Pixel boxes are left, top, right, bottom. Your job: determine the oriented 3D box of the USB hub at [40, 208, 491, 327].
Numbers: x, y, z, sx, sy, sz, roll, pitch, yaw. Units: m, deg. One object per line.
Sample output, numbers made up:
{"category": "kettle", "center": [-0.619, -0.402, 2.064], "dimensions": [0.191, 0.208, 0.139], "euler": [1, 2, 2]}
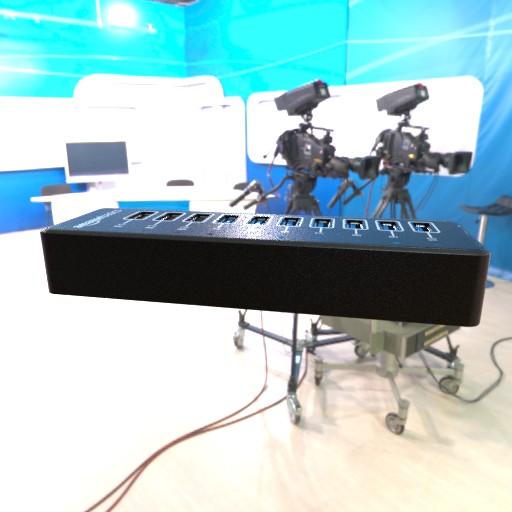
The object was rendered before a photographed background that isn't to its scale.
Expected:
{"category": "USB hub", "center": [0.000, 0.000, 0.161], "dimensions": [0.145, 0.023, 0.044], "euler": [3, 17, 10]}
